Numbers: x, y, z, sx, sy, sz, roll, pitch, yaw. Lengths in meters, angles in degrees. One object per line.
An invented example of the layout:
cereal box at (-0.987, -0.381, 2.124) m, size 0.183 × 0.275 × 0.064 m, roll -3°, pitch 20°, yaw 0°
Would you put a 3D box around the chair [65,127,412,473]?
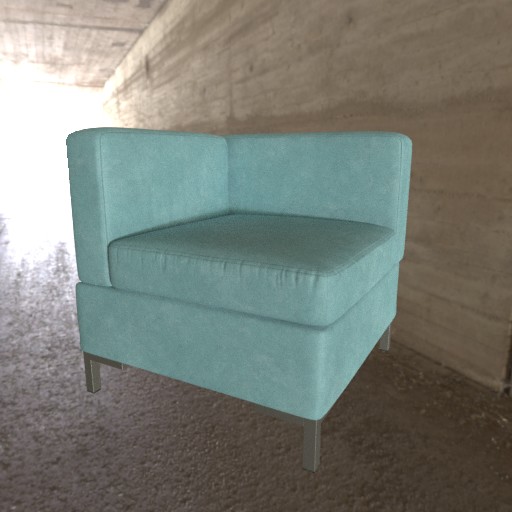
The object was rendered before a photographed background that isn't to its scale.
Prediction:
chair at (0.000, 0.000, 1.190) m, size 0.680 × 0.660 × 0.680 m, roll 7°, pitch 15°, yaw 28°
